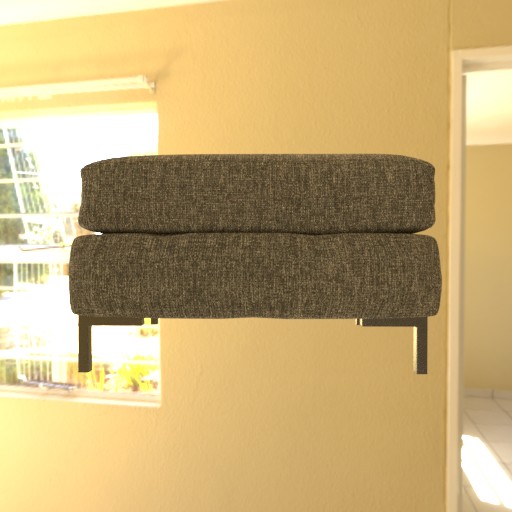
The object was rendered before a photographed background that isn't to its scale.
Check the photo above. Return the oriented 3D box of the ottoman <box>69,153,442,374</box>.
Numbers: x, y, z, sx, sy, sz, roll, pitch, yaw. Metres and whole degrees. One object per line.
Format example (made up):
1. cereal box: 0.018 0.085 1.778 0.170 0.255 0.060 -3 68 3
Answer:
1. ottoman: 0.000 0.000 1.229 0.828 0.480 0.683 0 1 1
